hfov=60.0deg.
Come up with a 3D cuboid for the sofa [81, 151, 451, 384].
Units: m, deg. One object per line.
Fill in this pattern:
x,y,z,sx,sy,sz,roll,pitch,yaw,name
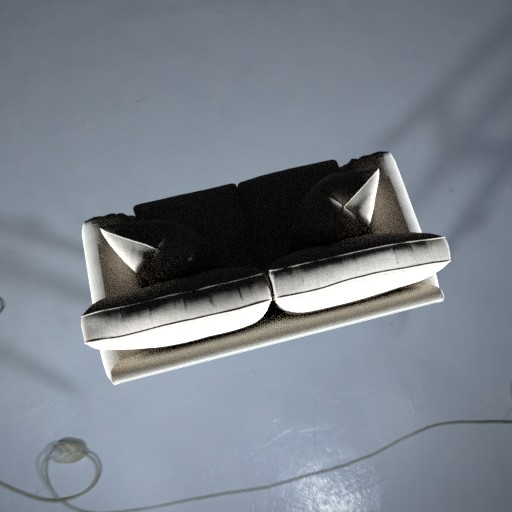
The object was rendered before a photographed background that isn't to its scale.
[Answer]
0.000,0.000,2.354,1.701,0.966,0.966,-14,75,-4,sofa
